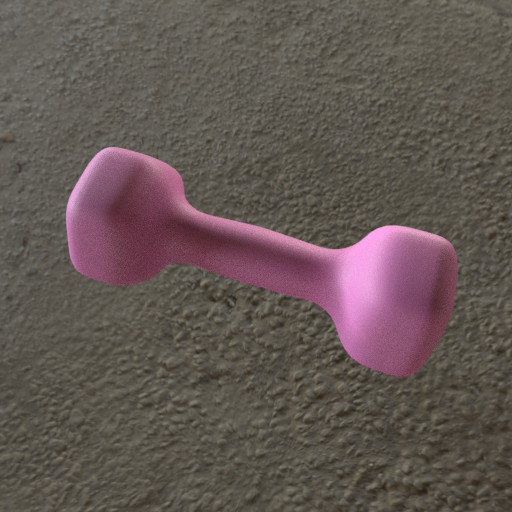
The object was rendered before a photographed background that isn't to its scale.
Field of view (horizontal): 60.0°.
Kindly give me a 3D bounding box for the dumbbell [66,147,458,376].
[{"bbox_3d":[0.000,0.000,0.191,0.159,0.058,0.064,17,65,8],"label":"dumbbell"}]
